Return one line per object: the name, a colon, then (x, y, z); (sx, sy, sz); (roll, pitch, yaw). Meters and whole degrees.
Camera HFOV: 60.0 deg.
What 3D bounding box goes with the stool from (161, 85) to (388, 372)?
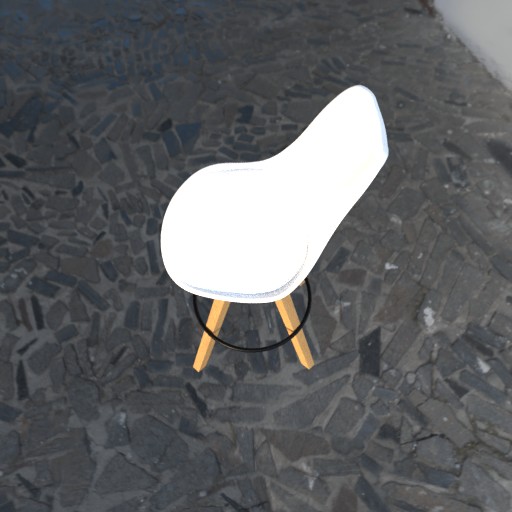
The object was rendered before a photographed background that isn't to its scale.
stool: (0.000, 0.000, 1.414); (0.549, 1.115, 0.482); (-1, 60, -1)
